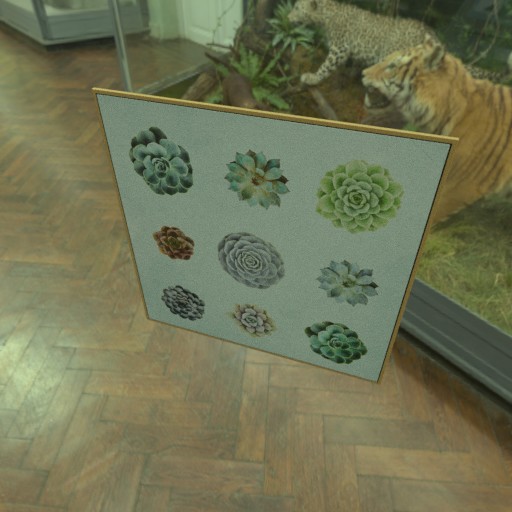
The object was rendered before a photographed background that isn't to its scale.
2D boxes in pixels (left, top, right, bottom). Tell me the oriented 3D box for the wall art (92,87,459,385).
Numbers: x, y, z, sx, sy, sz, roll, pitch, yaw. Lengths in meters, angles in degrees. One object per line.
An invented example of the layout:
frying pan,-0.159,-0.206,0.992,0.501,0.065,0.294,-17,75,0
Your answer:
wall art,0.000,0.000,1.426,0.962,0.959,0.013,13,42,14
